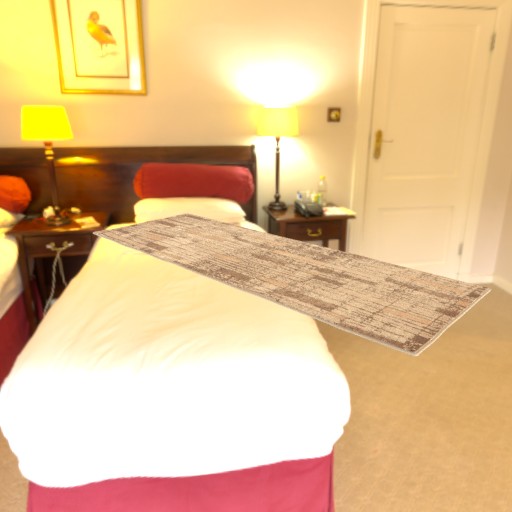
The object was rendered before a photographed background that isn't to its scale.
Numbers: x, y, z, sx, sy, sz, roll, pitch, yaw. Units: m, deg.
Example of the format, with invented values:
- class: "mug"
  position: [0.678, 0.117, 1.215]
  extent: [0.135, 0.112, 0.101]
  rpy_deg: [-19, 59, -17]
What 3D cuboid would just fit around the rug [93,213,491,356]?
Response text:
- class: "rug"
  position: [0.000, 0.000, 2.652]
  extent: [2.383, 0.018, 0.857]
  rpy_deg: [17, 25, 41]
